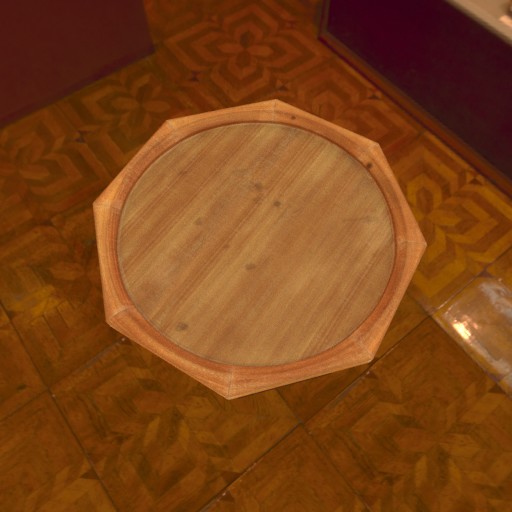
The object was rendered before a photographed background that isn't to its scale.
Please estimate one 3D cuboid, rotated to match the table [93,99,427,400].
[{"bbox_3d":[0.000,0.000,1.512,1.002,0.444,1.002,0,64,0],"label":"table"}]
